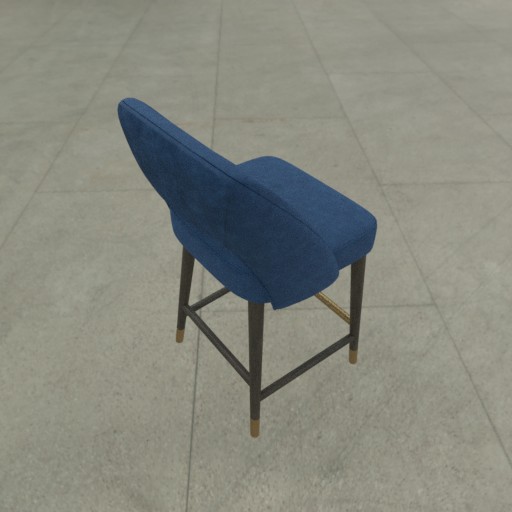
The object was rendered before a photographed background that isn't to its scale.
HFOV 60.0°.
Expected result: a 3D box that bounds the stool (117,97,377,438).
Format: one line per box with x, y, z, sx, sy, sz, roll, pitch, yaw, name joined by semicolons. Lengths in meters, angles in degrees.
0.000;0.000;1.234;0.524;0.925;0.536;-27;48;-28;stool
